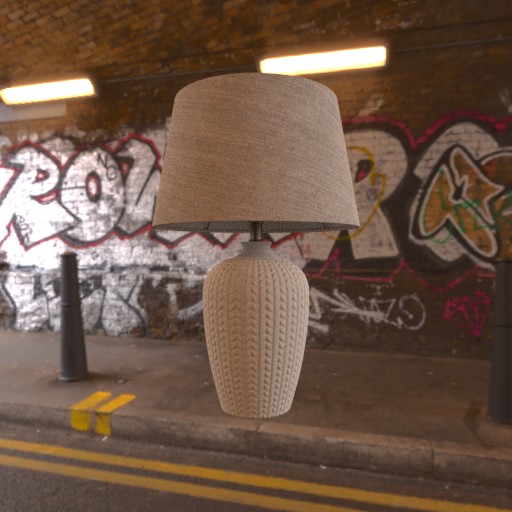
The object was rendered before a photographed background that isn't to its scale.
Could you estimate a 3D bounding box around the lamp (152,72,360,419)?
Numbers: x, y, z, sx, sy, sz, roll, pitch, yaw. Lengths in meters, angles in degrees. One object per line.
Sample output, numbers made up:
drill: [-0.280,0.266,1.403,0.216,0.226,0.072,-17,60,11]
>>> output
lamp: [0.000,0.000,0.853,0.390,0.580,0.390,0,0,0]
